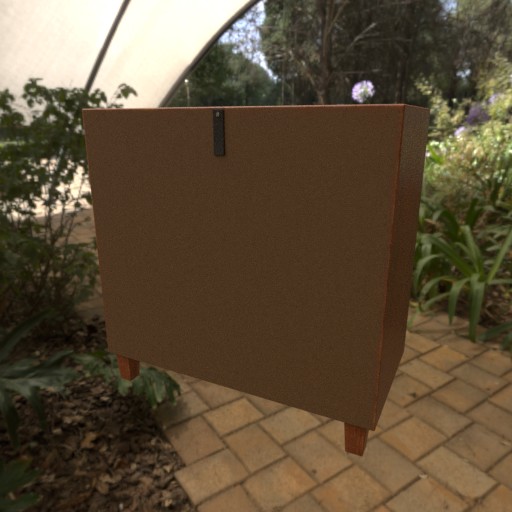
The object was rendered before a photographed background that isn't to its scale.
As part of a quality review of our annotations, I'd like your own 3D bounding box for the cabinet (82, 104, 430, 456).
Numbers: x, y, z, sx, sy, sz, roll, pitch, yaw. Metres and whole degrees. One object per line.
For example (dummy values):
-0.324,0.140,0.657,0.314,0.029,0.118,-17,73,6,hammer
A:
0.000,0.000,1.246,0.796,0.785,0.412,8,19,25,cabinet
